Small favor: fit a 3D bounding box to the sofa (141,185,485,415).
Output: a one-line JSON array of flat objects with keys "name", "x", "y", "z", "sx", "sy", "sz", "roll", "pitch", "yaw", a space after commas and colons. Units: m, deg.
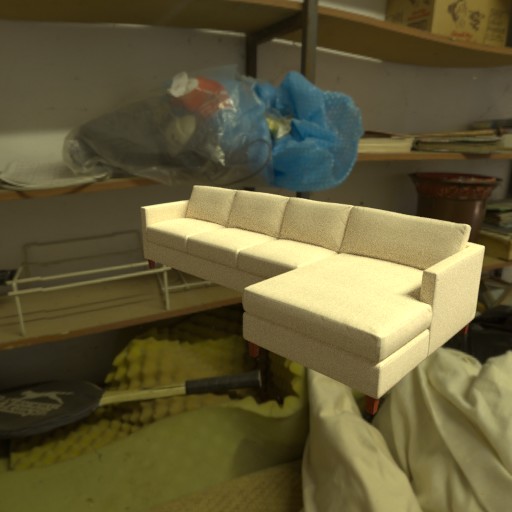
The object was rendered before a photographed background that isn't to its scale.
[{"name": "sofa", "x": 0.000, "y": 0.000, "z": 4.123, "sx": 3.471, "sy": 0.954, "sz": 1.603, "roll": 15, "pitch": 22, "yaw": 42}]
